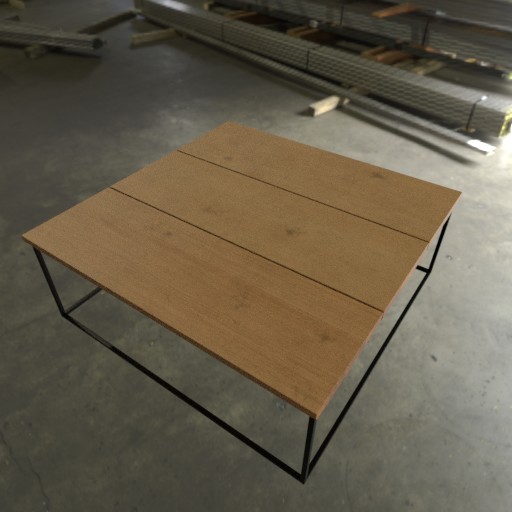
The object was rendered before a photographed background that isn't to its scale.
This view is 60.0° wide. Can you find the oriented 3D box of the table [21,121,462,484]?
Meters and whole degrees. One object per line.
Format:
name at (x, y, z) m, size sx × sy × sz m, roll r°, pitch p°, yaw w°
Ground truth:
table at (0.000, 0.000, 1.676) m, size 1.100 × 0.400 × 1.100 m, roll 25°, pitch 46°, yaw 26°
